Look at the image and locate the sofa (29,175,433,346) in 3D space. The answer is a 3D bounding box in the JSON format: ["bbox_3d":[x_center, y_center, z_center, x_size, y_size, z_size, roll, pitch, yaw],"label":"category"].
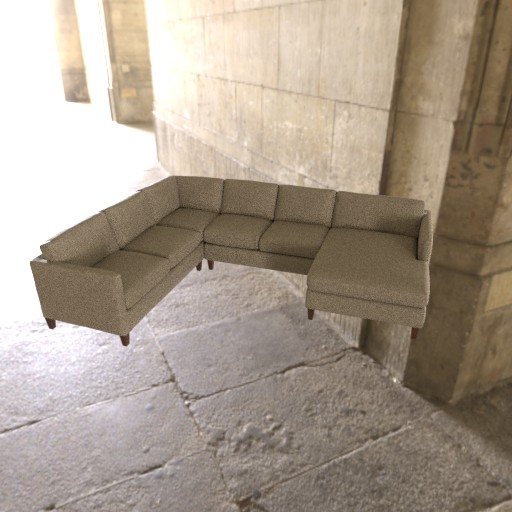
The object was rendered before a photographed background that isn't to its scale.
[{"bbox_3d":[0.000,0.000,4.638,3.460,0.959,2.593,8,27,17],"label":"sofa"}]
